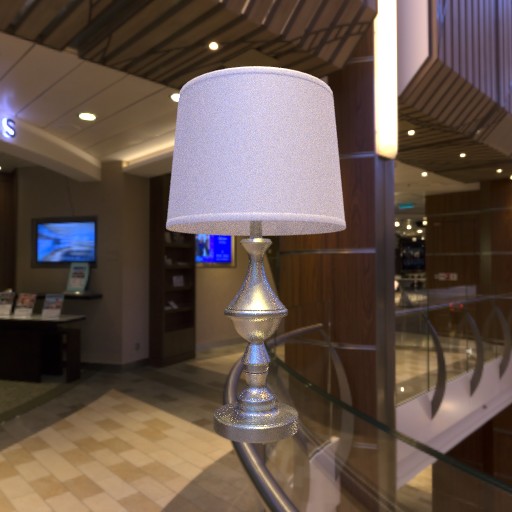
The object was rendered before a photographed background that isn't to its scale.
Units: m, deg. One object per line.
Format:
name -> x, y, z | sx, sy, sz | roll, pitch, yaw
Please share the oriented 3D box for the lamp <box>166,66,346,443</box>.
lamp -> 0.000, 0.000, 0.962 | 0.383, 0.733, 0.383 | 0, -1, 0
